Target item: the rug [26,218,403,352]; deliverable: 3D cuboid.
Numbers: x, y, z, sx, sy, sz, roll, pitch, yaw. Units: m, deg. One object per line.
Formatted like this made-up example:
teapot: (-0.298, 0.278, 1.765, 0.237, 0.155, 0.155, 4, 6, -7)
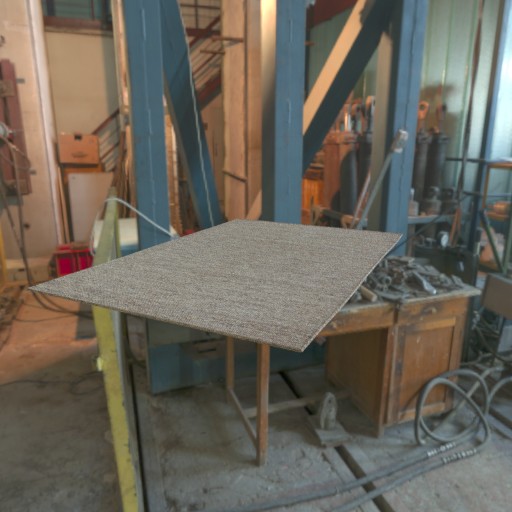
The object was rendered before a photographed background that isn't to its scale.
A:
rug: (0.000, 0.000, 2.966, 1.547, 0.013, 2.283, 7, 17, 26)
